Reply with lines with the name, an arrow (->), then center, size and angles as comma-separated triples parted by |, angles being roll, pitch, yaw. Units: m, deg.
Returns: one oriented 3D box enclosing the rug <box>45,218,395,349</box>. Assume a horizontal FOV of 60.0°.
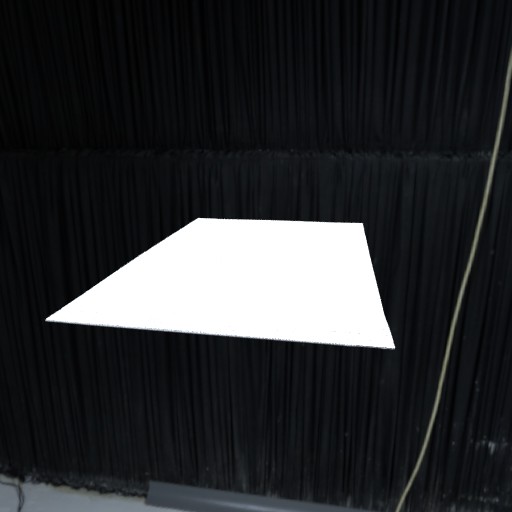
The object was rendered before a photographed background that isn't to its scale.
rug -> 0.000, 0.000, 2.241 | 1.149, 0.021, 1.773 | 3, 17, 10
